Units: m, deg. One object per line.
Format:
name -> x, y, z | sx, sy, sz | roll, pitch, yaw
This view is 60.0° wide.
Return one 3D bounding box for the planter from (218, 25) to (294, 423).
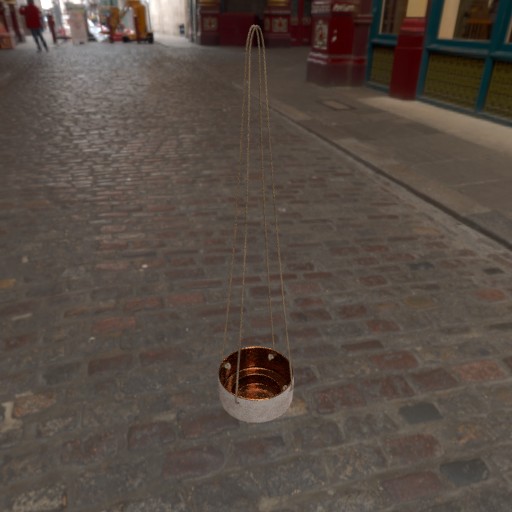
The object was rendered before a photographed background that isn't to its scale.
planter -> 0.000, 0.000, 1.115 | 0.223, 1.030, 0.223 | -9, 30, -15
